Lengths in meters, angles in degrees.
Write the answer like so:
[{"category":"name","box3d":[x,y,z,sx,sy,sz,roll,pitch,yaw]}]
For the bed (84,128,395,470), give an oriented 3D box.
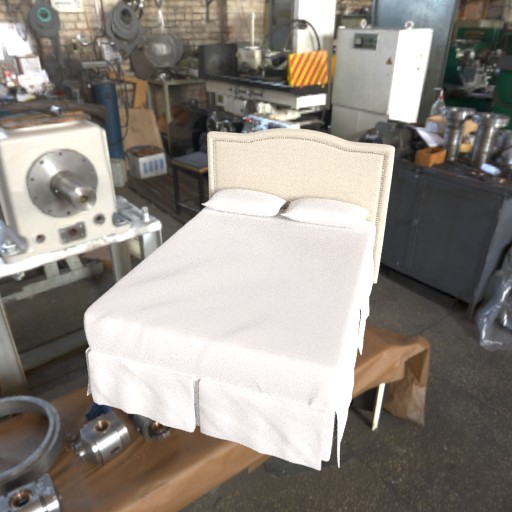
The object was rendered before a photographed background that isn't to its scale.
[{"category":"bed","box3d":[0.000,0.000,3.308,1.741,1.449,2.196,9,29,16]}]
